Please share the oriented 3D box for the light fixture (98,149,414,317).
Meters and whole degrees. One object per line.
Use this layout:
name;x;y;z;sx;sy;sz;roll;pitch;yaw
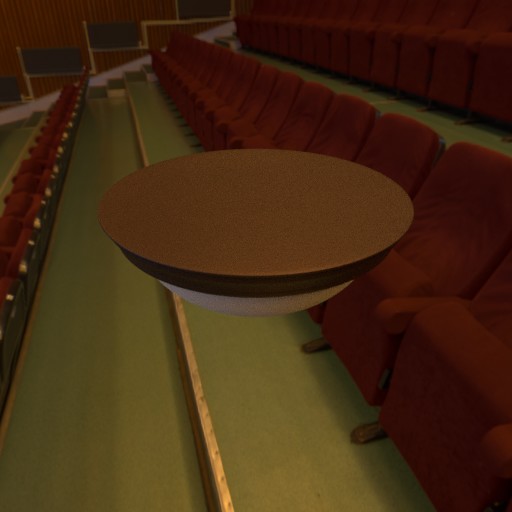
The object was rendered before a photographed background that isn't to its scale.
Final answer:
light fixture;0.000;0.000;0.444;0.280;0.135;0.280;0;30;0
